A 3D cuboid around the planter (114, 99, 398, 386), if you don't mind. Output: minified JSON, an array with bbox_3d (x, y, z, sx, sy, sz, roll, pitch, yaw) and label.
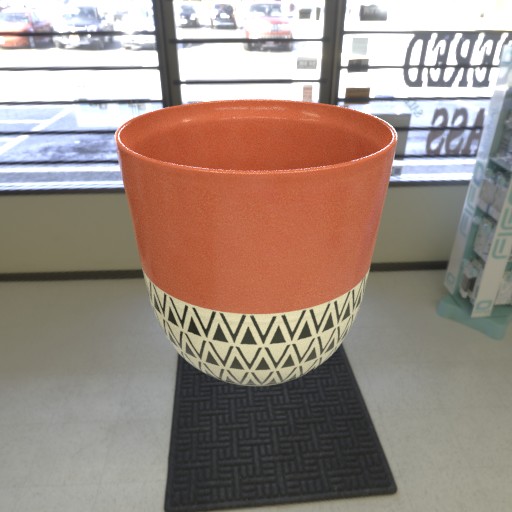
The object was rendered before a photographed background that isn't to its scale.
[{"bbox_3d":[0.000,0.000,0.369,0.195,0.214,0.195,0,30,0],"label":"planter"}]
